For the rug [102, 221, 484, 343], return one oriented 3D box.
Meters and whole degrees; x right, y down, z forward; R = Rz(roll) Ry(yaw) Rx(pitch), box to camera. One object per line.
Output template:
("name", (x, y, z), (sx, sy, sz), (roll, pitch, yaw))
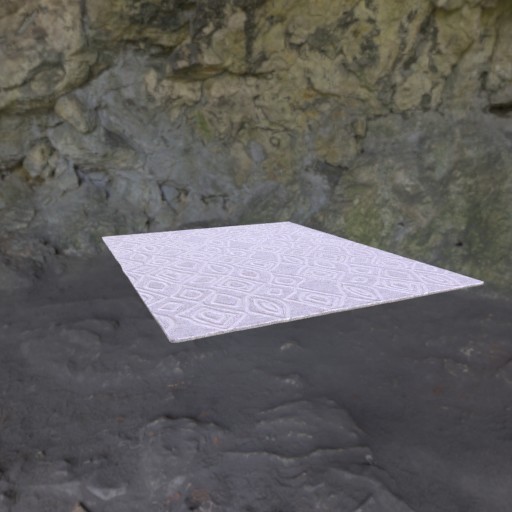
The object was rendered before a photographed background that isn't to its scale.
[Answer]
("rug", (0.000, 0.000, 4.207), (2.449, 0.025, 3.049), (-7, 15, -25))
